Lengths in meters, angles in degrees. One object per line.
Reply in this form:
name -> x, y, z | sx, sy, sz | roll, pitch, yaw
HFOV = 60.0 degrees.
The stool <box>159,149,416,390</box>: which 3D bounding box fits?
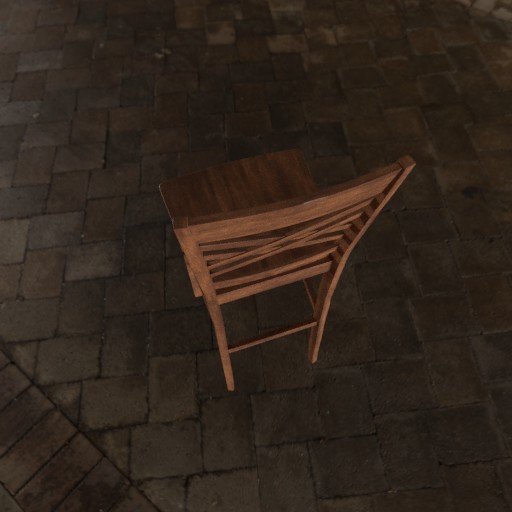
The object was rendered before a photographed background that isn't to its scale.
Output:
stool -> 0.000, 0.000, 1.318 | 0.433, 1.105, 0.487 | -16, 60, -10
